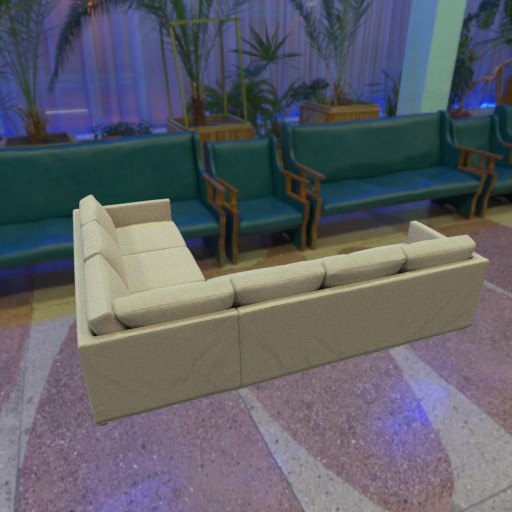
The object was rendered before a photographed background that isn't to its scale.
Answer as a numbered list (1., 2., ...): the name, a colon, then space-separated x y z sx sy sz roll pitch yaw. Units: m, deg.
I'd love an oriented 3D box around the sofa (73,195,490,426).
1. sofa: 0.000 0.000 4.229 3.182 0.871 2.432 -10 29 -18
